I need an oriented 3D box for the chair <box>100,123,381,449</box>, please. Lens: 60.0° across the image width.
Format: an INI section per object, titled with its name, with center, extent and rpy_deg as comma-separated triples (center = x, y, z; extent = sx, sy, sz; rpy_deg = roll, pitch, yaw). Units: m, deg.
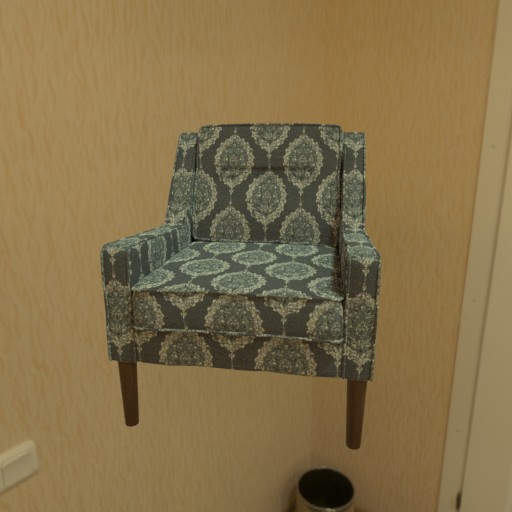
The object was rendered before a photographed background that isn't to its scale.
[chair]
center = 0.000, 0.000, 1.343
extent = 0.663, 0.792, 0.743
rpy_deg = 2, 15, 9
